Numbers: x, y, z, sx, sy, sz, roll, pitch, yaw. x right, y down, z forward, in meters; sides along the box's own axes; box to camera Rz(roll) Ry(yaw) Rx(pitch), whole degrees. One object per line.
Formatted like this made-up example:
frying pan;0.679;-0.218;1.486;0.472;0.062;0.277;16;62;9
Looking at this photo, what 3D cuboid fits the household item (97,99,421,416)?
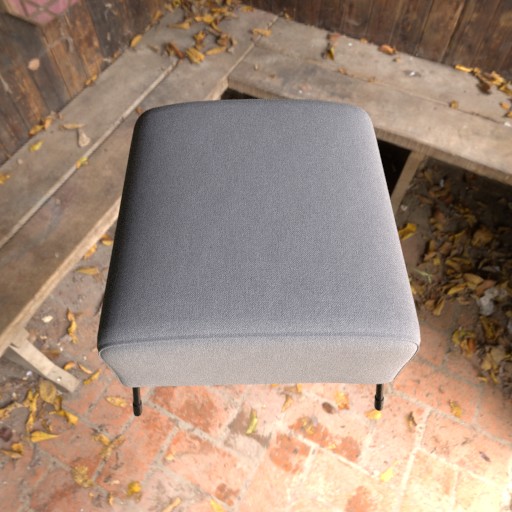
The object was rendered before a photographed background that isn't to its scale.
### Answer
household item;0.000;0.000;0.902;0.530;0.410;0.530;-1;58;-1
